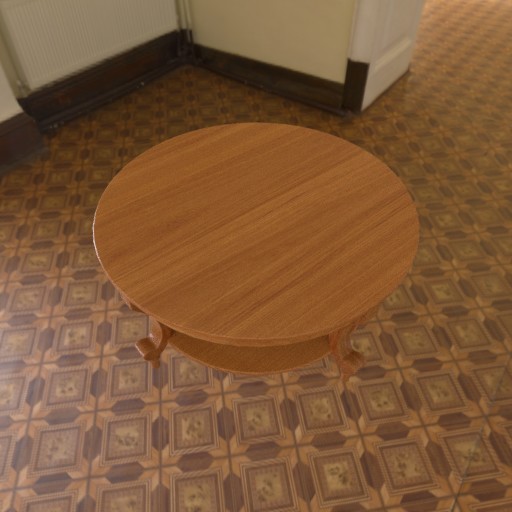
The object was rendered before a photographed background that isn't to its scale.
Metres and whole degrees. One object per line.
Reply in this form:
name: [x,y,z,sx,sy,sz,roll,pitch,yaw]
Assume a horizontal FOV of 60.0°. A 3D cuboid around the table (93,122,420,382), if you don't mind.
table: [0.000,0.000,1.609,1.029,0.490,1.029,0,46,0]
